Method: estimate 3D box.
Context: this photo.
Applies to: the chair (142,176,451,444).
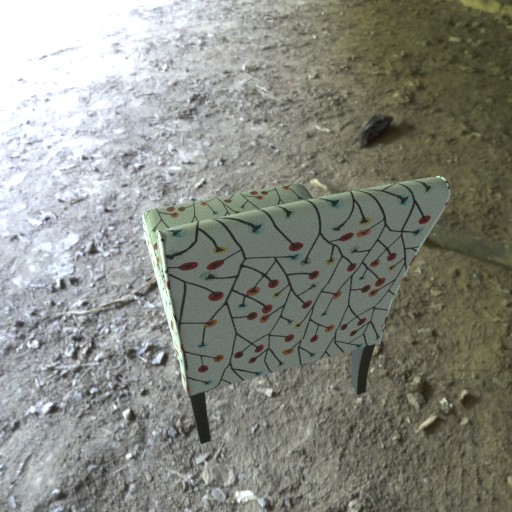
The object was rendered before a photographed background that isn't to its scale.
[{"bbox_3d":[0.000,0.000,1.311,0.597,0.813,0.732,-12,43,-14],"label":"chair"}]
